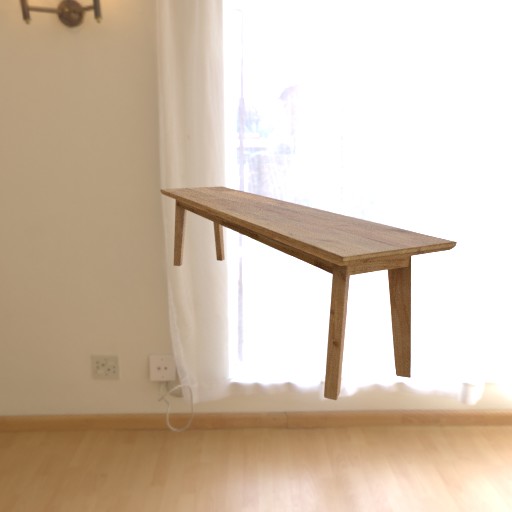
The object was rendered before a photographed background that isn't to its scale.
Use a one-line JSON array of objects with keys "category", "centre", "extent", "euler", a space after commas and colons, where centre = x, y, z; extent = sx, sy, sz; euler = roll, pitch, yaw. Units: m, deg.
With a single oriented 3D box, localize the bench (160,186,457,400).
[{"category": "bench", "centre": [0.000, 0.000, 1.904], "extent": [0.378, 0.431, 1.698], "euler": [-7, 16, -25]}]
